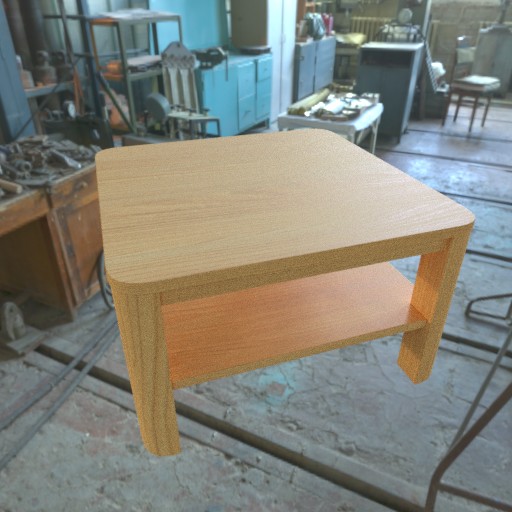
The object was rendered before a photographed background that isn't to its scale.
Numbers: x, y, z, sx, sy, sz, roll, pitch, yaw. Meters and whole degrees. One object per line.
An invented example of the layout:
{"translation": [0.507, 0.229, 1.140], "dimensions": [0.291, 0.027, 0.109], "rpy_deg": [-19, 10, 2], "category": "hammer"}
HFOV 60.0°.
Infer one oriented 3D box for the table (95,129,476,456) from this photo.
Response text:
{"translation": [0.000, 0.000, 1.220], "dimensions": [0.750, 0.450, 0.750], "rpy_deg": [-10, 33, -16], "category": "table"}
